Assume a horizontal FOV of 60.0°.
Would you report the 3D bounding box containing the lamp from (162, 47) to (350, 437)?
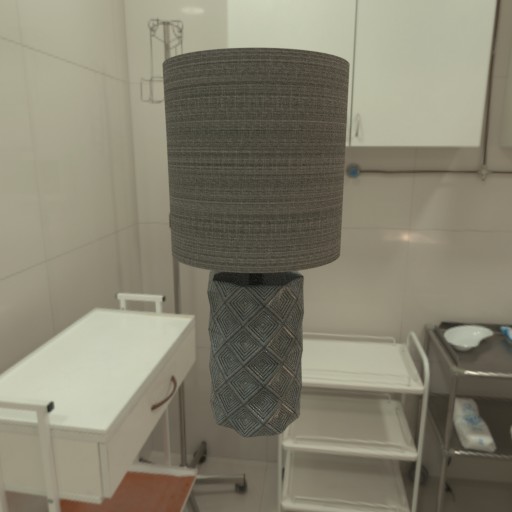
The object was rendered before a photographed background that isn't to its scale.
[{"bbox_3d":[0.000,0.000,0.715,0.269,0.566,0.268,2,14,7],"label":"lamp"}]
